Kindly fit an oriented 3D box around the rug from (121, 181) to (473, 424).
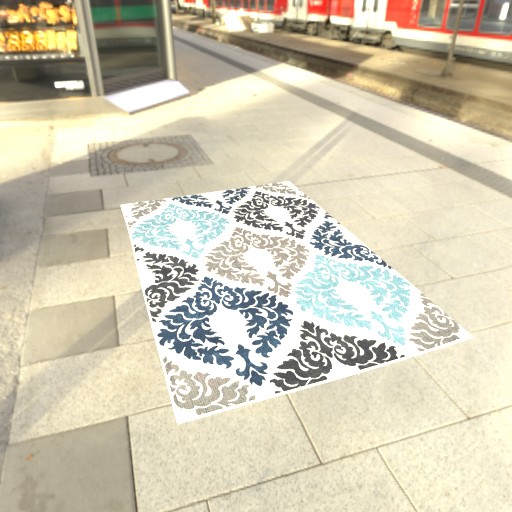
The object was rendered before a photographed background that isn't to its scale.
[{"bbox_3d":[0.000,0.000,2.926,1.514,0.014,2.275,-11,33,-17],"label":"rug"}]
